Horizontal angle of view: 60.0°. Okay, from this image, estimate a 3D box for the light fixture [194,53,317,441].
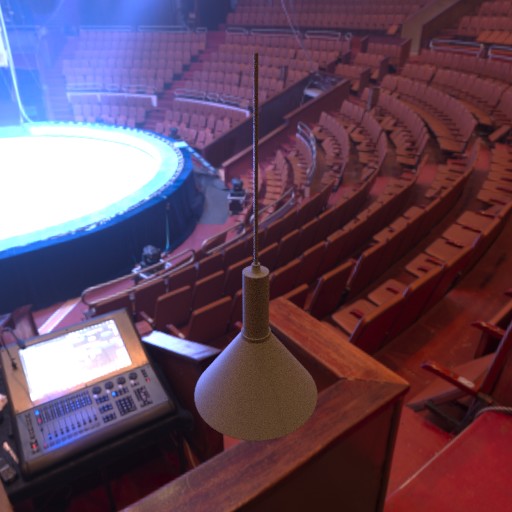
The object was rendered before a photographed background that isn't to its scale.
[{"bbox_3d":[0.000,0.000,0.819,0.267,0.683,0.267,-19,33,-33],"label":"light fixture"}]
